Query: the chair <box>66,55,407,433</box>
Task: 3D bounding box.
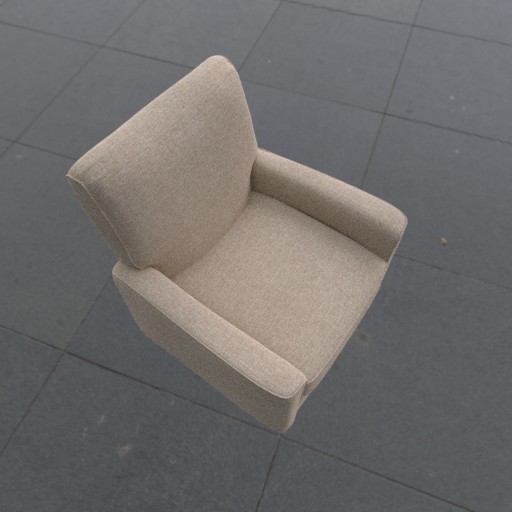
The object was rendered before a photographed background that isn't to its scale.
[{"bbox_3d":[0.000,0.000,1.633,0.858,1.028,0.841,31,63,18],"label":"chair"}]
